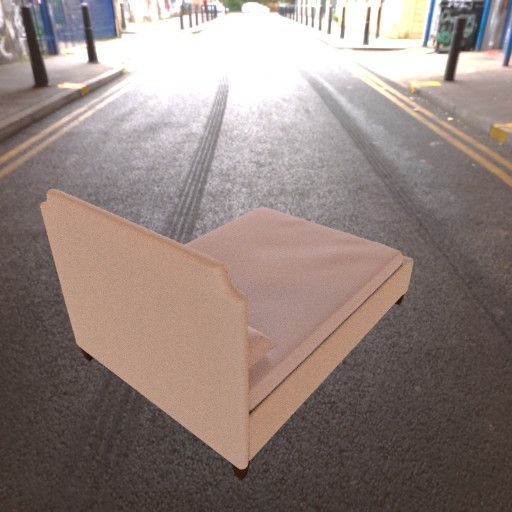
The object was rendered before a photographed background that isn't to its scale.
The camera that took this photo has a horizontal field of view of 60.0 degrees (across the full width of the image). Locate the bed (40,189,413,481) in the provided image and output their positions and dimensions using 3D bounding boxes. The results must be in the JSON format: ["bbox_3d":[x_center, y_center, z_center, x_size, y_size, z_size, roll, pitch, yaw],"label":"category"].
[{"bbox_3d":[0.000,0.000,3.441,1.712,1.443,2.372,22,37,33],"label":"bed"}]
